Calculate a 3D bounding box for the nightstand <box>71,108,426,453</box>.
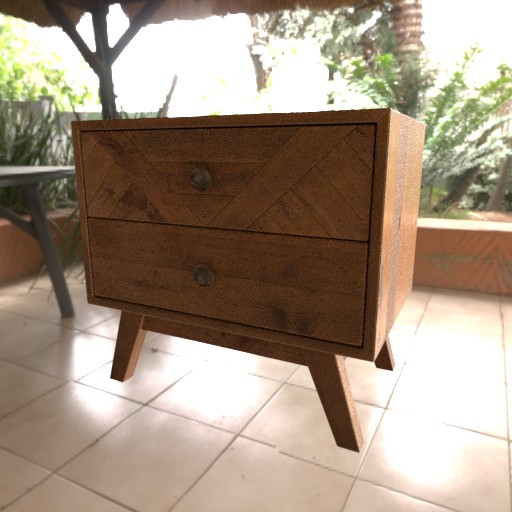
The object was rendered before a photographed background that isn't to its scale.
[{"bbox_3d":[0.000,0.000,1.036,0.650,0.599,0.450,7,15,26],"label":"nightstand"}]
